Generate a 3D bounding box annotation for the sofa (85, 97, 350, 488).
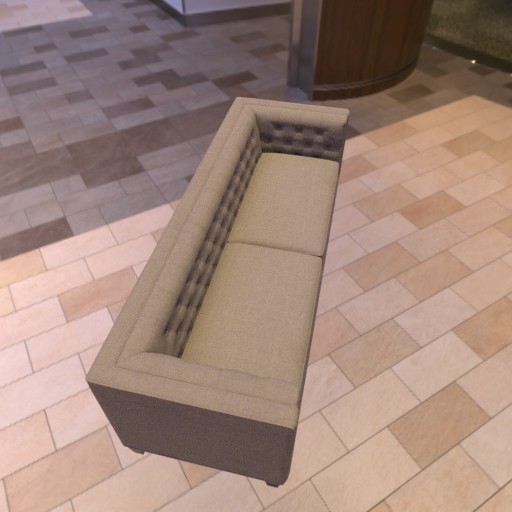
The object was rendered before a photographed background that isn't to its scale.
[{"bbox_3d":[0.000,0.000,2.512,0.775,0.762,2.159,10,48,9],"label":"sofa"}]
